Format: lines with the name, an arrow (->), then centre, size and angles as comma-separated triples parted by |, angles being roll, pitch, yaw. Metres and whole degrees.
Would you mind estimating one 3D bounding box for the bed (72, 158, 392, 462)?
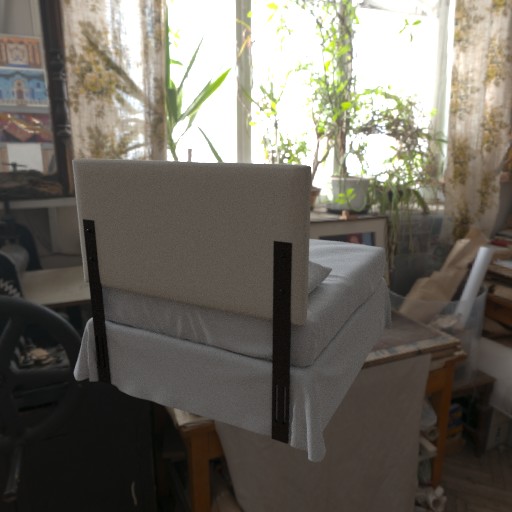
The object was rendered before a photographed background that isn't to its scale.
bed -> 0.000, 0.000, 3.559 | 1.936, 1.577, 2.222 | 8, 17, 27
